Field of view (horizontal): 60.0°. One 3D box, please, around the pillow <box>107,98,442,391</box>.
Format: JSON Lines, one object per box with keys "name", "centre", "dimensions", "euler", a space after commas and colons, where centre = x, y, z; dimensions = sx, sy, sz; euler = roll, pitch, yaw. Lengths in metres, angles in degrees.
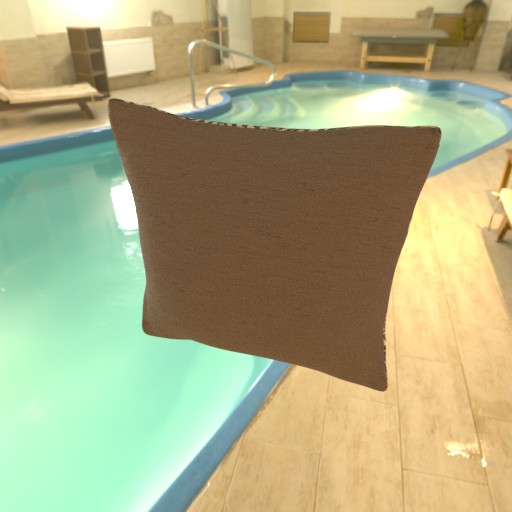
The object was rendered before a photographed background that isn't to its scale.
{"name": "pillow", "centre": [0.000, 0.000, 0.650], "dimensions": [0.436, 0.417, 0.148], "euler": [10, 33, 16]}
